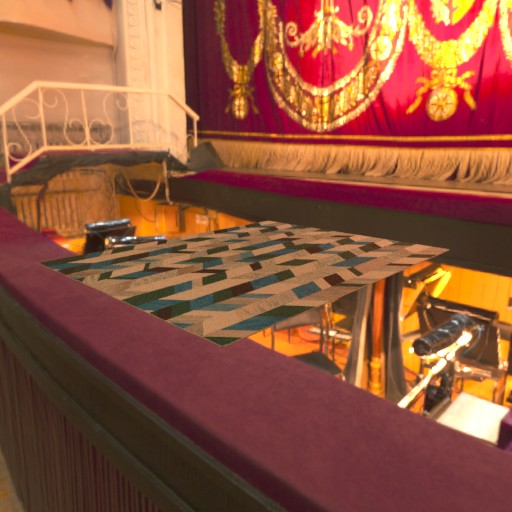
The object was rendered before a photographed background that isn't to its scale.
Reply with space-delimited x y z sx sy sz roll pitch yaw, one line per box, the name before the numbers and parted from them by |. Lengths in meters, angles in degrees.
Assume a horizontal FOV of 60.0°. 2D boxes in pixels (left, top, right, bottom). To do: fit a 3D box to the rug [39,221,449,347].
rug | 0.000 0.000 4.166 2.440 0.008 3.036 13 19 42
